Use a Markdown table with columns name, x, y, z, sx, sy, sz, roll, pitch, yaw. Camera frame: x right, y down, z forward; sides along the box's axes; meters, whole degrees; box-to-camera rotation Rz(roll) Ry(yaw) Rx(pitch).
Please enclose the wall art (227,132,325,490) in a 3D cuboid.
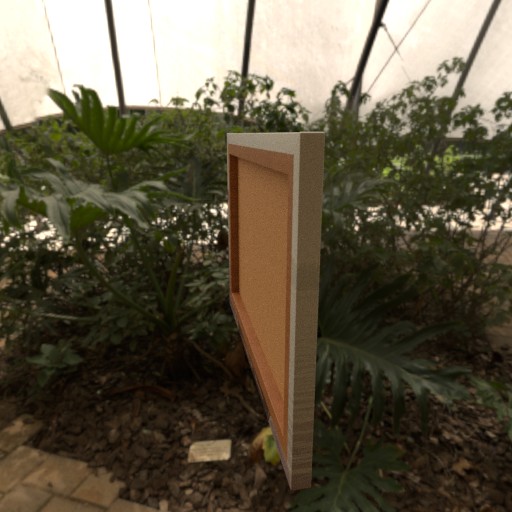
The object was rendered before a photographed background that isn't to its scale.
| name | x | y | z | sx | sy | sz | roll | pitch | yaw |
| --- | --- | --- | --- | --- | --- | --- | --- | --- | --- |
| wall art | 0.000 | 0.000 | 1.137 | 0.037 | 0.609 | 0.916 | -3 | 16 | -10 |
